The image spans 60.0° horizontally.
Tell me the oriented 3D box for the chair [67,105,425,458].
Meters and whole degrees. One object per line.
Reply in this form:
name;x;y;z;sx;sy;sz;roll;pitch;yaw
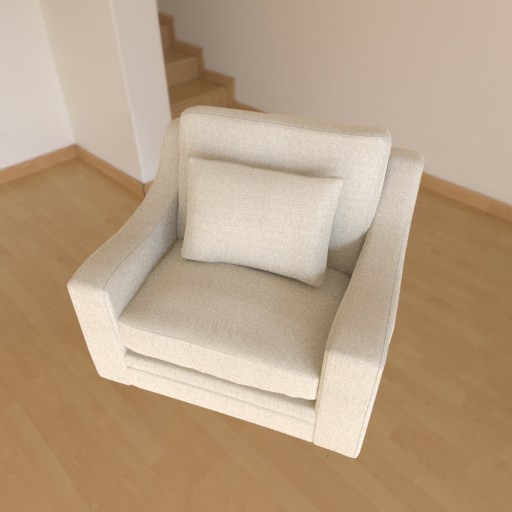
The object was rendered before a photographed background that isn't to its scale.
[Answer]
chair;0.000;0.000;1.881;1.178;1.016;1.009;13;42;14
